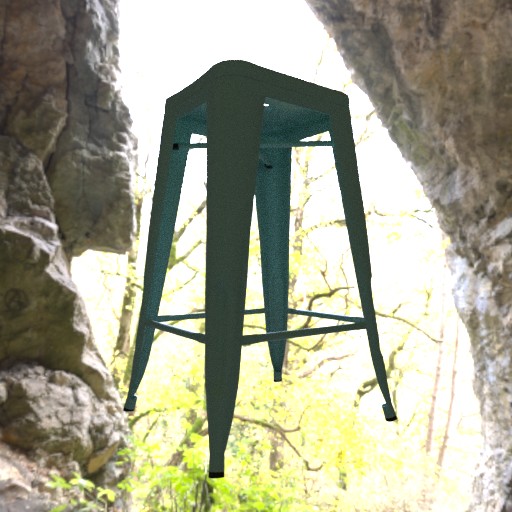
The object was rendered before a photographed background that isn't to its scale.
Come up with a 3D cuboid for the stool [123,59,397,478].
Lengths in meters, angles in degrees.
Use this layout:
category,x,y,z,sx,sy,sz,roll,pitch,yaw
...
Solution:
category,x,y,z,sx,sy,sz,roll,pitch,yaw
stool,0.000,0.000,0.851,0.399,0.609,0.359,1,-1,-36
